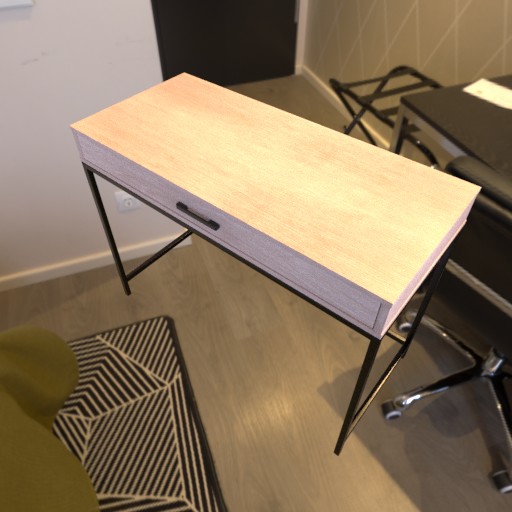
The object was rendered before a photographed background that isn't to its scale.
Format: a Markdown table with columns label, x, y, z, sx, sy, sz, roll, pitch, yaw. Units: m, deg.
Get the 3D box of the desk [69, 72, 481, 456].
| label | x | y | z | sx | sy | sz | roll | pitch | yaw |
| --- | --- | --- | --- | --- | --- | --- | --- | --- | --- |
| desk | 0.000 | 0.000 | 1.436 | 1.016 | 0.762 | 0.470 | 30 | 53 | 26 |
